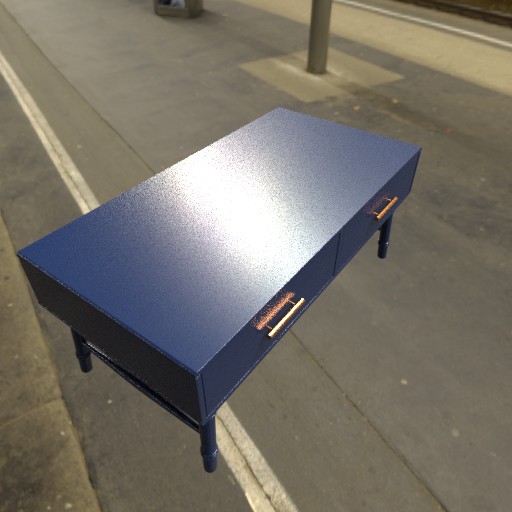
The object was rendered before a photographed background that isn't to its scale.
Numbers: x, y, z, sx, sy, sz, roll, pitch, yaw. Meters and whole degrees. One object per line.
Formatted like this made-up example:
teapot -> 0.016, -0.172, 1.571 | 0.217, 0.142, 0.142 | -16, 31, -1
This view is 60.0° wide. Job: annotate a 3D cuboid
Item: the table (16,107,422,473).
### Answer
table -> 0.000, 0.000, 1.352 | 0.572, 0.457, 1.067 | 26, 46, 27
